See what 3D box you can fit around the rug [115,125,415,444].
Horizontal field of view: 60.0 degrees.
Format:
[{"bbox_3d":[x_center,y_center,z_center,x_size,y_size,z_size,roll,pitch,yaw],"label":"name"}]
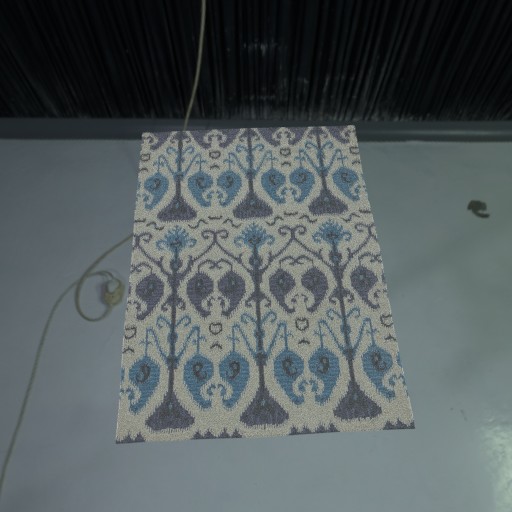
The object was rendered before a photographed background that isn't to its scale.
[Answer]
[{"bbox_3d":[0.000,0.000,2.976,1.676,0.013,2.261,-2,63,-1],"label":"rug"}]
